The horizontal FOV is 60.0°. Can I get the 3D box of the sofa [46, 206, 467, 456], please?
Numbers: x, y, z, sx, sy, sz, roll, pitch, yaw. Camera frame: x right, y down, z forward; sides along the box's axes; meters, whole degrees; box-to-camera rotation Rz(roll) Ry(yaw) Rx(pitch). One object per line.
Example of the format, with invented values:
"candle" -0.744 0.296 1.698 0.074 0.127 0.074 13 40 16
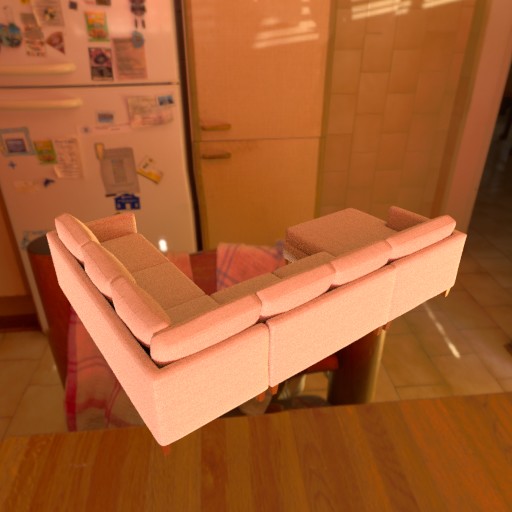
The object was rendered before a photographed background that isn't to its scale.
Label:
"sofa" 0.000 0.000 4.603 3.460 0.961 2.594 -20 35 -31
